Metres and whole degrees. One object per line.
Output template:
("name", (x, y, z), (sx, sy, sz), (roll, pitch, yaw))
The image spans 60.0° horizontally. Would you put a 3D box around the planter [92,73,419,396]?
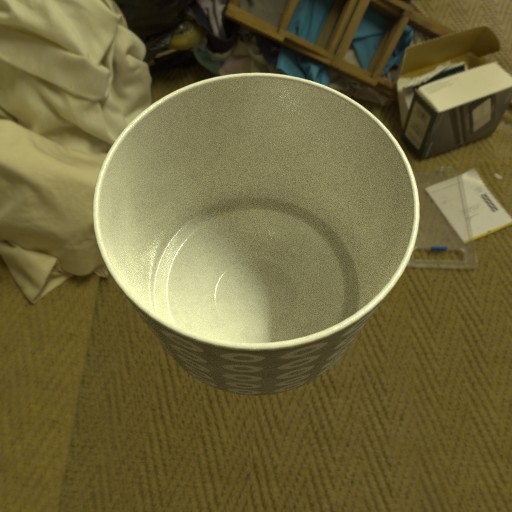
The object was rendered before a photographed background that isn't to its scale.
("planter", (0.000, 0.000, 0.341), (0.190, 0.181, 0.190), (0, 64, 0))
